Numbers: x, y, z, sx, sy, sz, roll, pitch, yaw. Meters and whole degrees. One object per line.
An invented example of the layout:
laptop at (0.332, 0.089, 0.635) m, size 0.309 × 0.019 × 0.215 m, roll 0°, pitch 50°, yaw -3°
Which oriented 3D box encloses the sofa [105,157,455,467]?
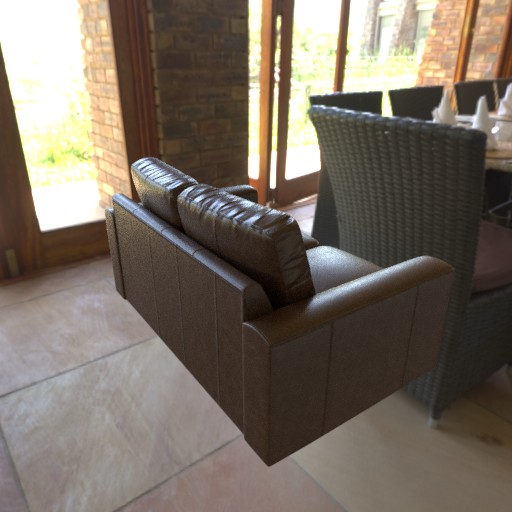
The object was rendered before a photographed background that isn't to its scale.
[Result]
sofa at (0.000, 0.000, 2.264) m, size 1.016 × 0.873 × 1.616 m, roll -16°, pitch 29°, yaw -32°
